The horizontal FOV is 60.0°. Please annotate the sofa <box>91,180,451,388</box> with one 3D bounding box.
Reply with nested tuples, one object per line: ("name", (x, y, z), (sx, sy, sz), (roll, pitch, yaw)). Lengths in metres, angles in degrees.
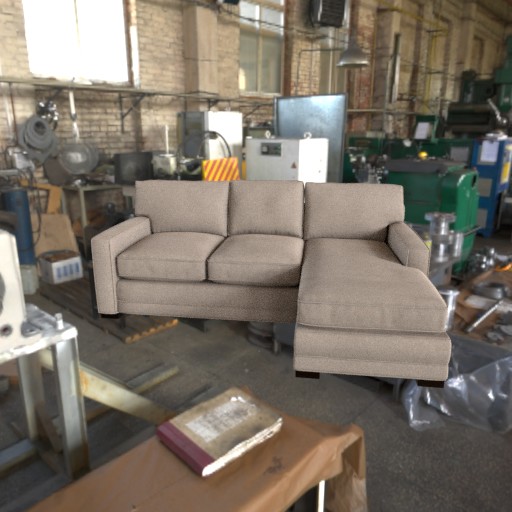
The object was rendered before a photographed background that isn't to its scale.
("sofa", (0.000, 0.000, 2.878), (2.087, 0.861, 1.496), (2, 16, 8))
